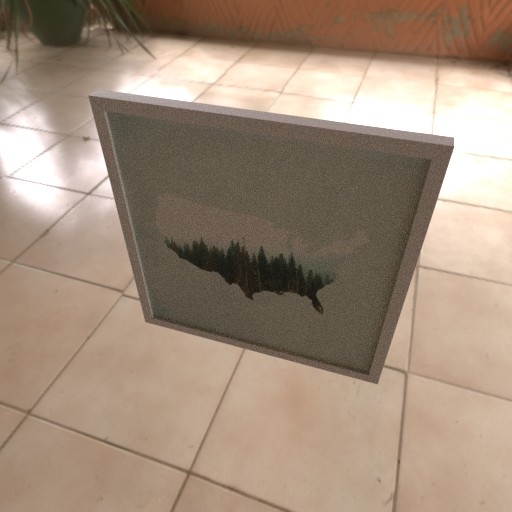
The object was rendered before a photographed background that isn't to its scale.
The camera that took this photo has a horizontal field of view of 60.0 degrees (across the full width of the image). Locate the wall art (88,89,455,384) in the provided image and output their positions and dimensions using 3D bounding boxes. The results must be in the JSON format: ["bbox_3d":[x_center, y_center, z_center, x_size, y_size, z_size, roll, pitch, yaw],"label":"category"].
[{"bbox_3d":[0.000,0.000,1.148,0.762,0.762,0.038,12,43,13],"label":"wall art"}]
